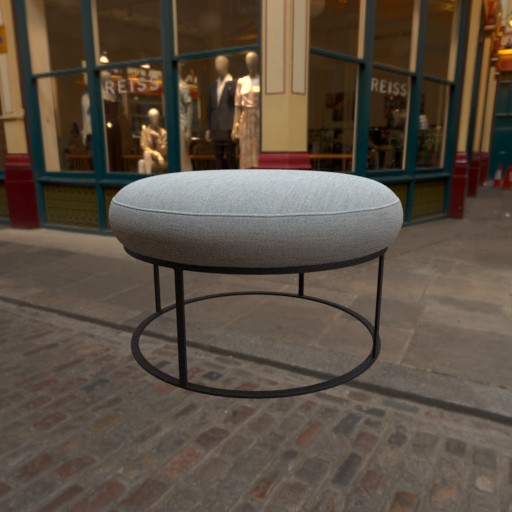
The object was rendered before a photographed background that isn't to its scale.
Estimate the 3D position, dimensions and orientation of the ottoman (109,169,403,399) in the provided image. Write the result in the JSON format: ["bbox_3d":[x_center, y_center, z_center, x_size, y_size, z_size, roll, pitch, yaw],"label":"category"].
[{"bbox_3d":[0.000,0.000,1.245,0.769,0.459,0.769,0,14,0],"label":"ottoman"}]
